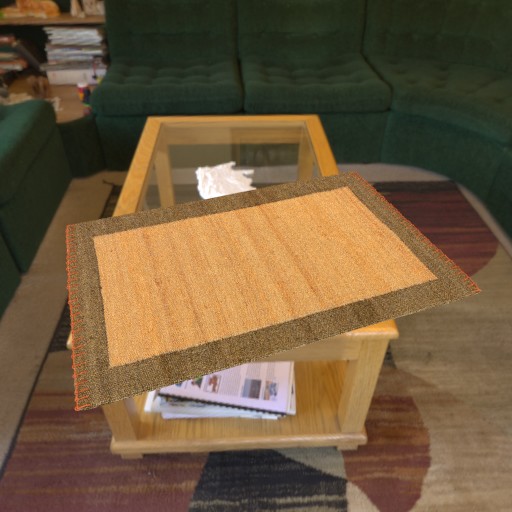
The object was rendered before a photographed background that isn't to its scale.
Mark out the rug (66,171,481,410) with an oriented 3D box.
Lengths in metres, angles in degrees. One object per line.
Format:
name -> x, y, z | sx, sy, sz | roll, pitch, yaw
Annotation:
rug -> 0.000, 0.000, 2.271 | 1.838, 0.019, 1.220 | -13, 42, -15
